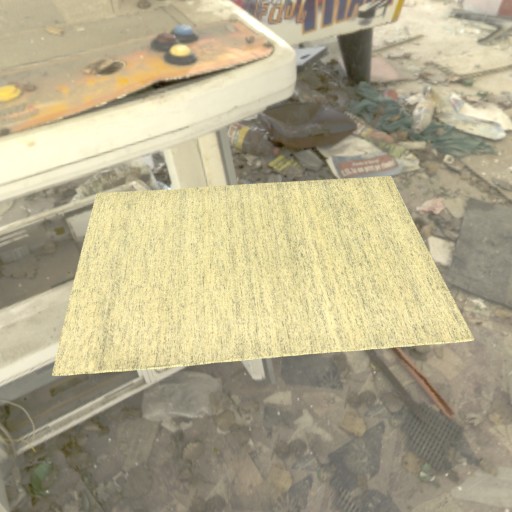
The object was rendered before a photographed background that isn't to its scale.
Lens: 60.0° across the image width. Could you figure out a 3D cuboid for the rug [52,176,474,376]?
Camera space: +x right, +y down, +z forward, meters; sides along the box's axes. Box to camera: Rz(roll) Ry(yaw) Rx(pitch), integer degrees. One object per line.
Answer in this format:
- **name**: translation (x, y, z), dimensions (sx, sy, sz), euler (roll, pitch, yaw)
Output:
- **rug**: translation (0.000, 0.000, 2.870), dimensions (2.263, 0.017, 1.523), euler (-4, 46, -4)
